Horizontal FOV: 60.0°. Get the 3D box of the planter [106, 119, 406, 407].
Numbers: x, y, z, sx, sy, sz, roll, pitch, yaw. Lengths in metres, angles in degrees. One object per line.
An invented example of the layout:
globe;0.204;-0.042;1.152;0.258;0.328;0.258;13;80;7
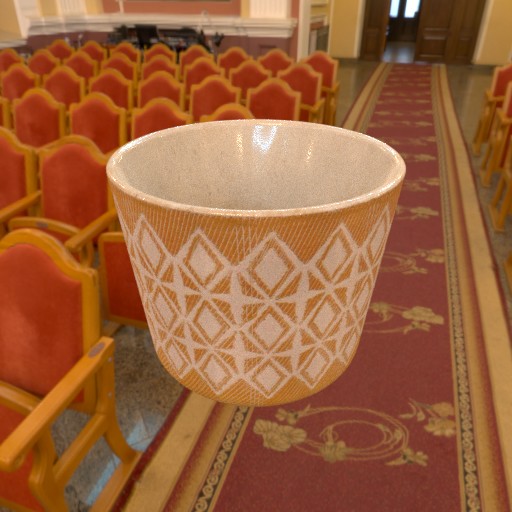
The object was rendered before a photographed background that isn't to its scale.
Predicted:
planter;0.000;0.000;0.220;0.126;0.104;0.126;0;30;0
